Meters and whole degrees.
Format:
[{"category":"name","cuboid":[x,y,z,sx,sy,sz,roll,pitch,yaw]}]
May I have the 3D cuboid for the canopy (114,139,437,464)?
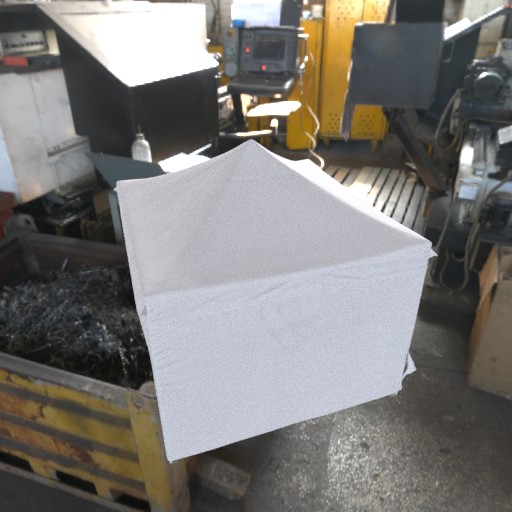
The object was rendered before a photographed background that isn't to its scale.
[{"category":"canopy","cuboid":[0.000,0.000,5.647,3.121,2.997,3.043,-10,32,-17]}]
